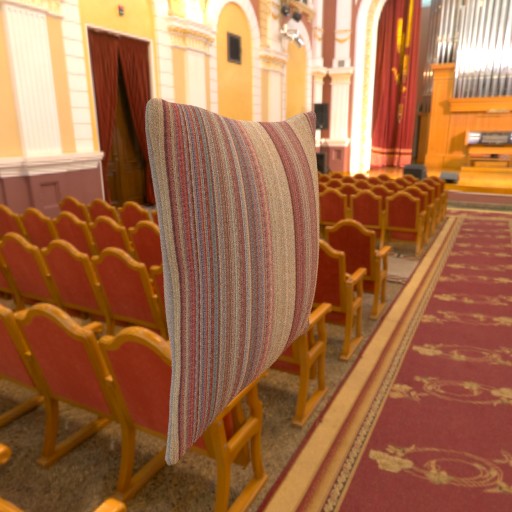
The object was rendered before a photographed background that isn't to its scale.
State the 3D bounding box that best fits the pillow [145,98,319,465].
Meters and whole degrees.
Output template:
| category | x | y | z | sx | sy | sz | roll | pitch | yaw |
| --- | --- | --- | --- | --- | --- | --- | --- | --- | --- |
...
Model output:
| category | x | y | z | sx | sy | sz | roll | pitch | yaw |
| --- | --- | --- | --- | --- | --- | --- | --- | --- | --- |
| pillow | 0.000 | 0.000 | 0.652 | 0.136 | 0.419 | 0.437 | 8 | 18 | 27 |
